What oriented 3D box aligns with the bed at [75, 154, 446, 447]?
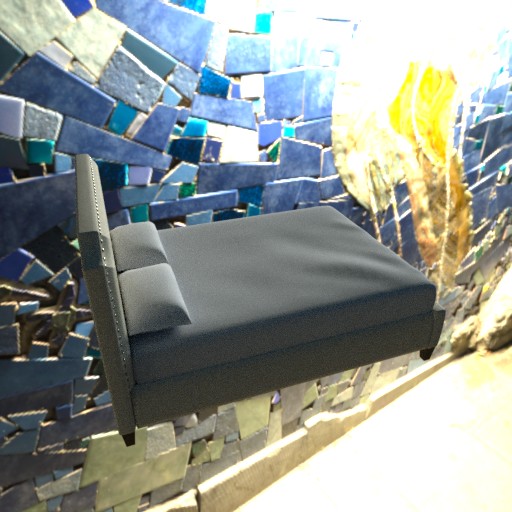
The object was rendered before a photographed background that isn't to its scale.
[{"bbox_3d":[0.000,0.000,3.449,2.381,1.457,1.713,-10,31,-17],"label":"bed"}]
